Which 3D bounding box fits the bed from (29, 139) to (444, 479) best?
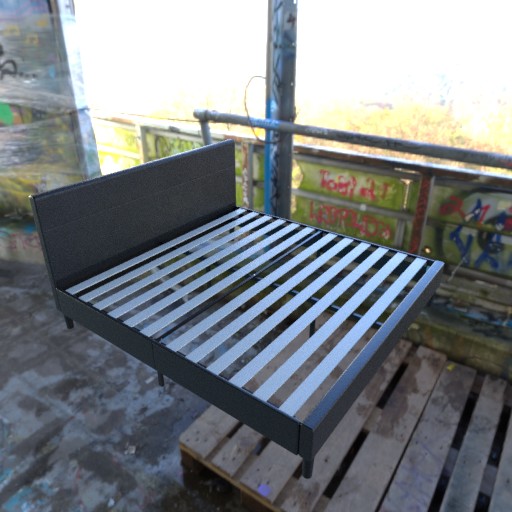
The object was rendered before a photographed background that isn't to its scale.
[{"bbox_3d":[0.000,0.000,3.226,2.152,1.046,2.018,19,33,32],"label":"bed"}]
